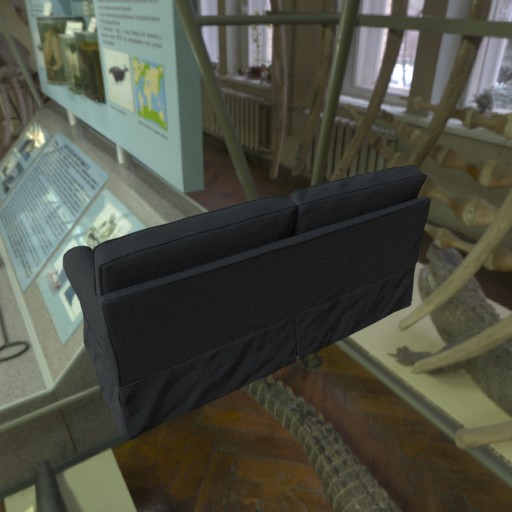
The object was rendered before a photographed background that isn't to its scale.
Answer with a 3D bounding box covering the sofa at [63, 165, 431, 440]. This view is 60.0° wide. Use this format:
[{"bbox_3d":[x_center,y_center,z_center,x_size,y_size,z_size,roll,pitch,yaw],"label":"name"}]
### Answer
[{"bbox_3d":[0.000,0.000,2.919,2.256,1.094,0.983,-18,33,-29],"label":"sofa"}]
